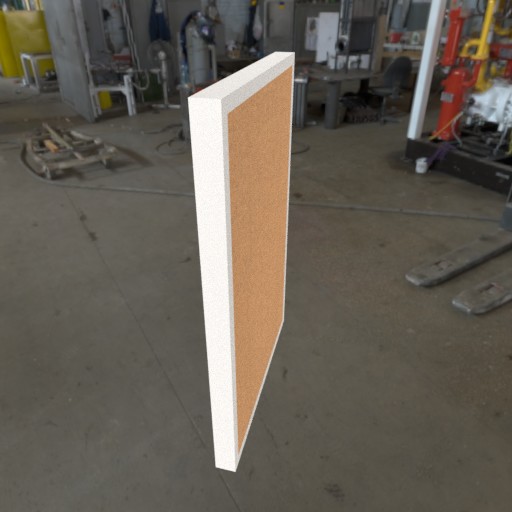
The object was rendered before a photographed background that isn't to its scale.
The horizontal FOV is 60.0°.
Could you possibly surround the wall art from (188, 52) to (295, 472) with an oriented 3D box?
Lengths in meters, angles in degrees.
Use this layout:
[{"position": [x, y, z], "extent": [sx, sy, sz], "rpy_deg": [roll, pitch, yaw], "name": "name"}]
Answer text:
[{"position": [0.000, 0.000, 0.545], "extent": [0.025, 0.428, 0.293], "rpy_deg": [7, 32, 12], "name": "wall art"}]
